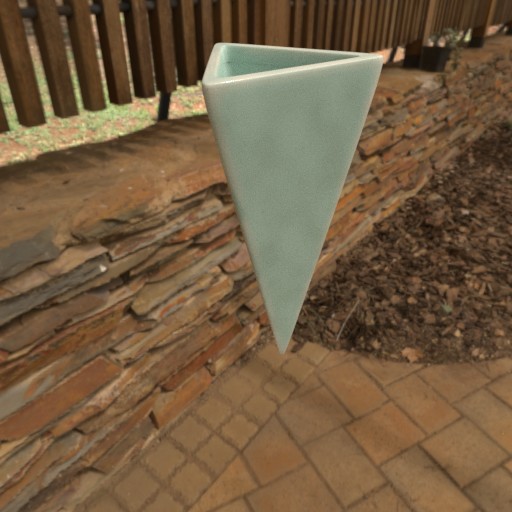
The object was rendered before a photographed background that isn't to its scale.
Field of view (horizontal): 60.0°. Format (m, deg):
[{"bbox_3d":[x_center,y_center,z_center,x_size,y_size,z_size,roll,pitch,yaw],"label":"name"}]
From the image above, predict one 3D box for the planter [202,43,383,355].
[{"bbox_3d":[0.000,0.000,0.215,0.080,0.178,0.064,18,36,27],"label":"planter"}]
